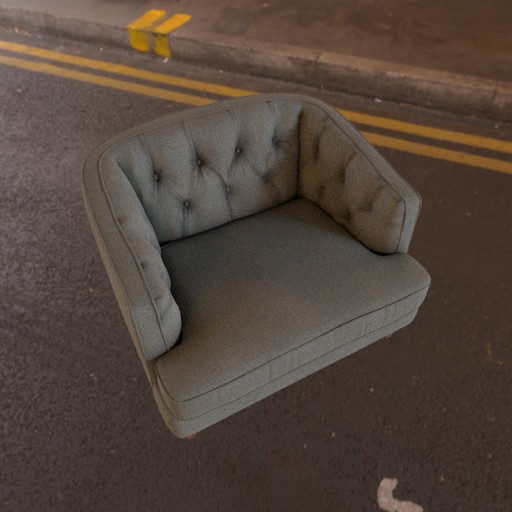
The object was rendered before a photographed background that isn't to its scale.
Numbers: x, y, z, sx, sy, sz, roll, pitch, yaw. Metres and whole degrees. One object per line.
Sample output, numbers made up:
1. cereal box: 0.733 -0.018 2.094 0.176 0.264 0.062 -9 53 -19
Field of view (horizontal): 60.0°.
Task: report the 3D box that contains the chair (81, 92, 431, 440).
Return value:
1. chair: 0.000 0.000 1.749 1.094 0.852 0.945 -21 49 -19
